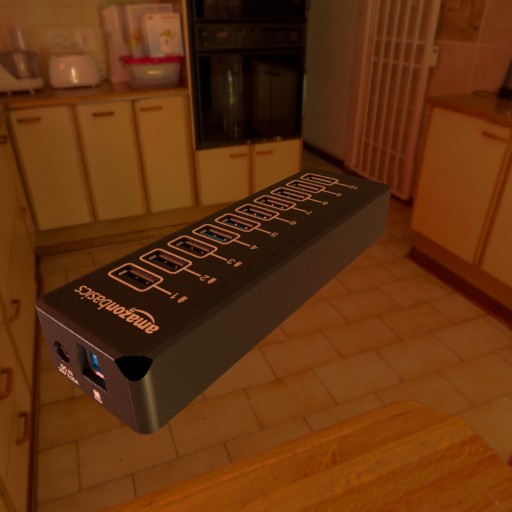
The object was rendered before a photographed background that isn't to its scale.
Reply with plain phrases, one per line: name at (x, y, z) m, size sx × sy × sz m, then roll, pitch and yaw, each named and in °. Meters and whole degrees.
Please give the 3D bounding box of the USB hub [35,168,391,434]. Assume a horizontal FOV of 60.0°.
USB hub at (0.000, 0.000, 0.163) m, size 0.044 × 0.023 × 0.145 m, roll 21°, pitch 35°, yaw 32°
